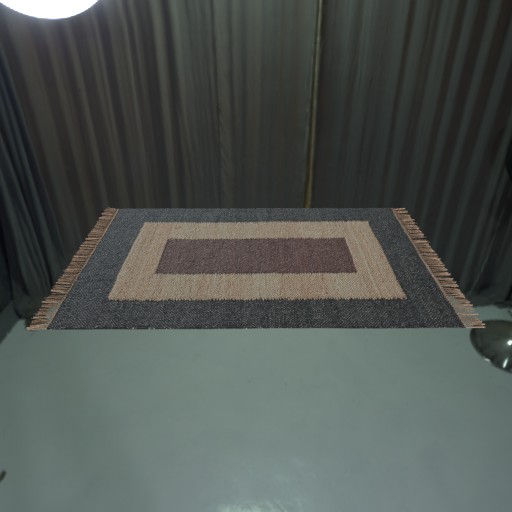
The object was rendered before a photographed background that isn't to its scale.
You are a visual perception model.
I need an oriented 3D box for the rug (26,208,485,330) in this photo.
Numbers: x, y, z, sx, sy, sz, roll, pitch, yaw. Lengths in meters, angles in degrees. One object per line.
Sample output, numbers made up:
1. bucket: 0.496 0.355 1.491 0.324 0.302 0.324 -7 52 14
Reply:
1. rug: 0.000 0.000 2.446 2.021 0.027 1.224 0 31 0
